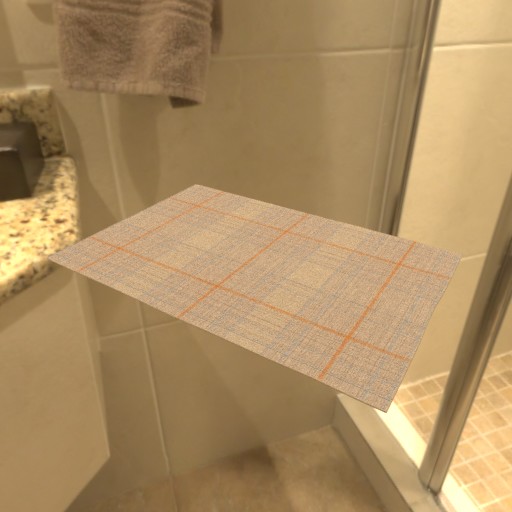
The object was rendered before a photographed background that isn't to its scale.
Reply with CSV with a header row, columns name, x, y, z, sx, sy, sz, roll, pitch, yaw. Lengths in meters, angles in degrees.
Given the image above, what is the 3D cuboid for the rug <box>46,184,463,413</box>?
name,x,y,z,sx,sy,sz,roll,pitch,yaw
rug,0.000,0.000,2.335,1.825,0.015,1.232,18,35,28
